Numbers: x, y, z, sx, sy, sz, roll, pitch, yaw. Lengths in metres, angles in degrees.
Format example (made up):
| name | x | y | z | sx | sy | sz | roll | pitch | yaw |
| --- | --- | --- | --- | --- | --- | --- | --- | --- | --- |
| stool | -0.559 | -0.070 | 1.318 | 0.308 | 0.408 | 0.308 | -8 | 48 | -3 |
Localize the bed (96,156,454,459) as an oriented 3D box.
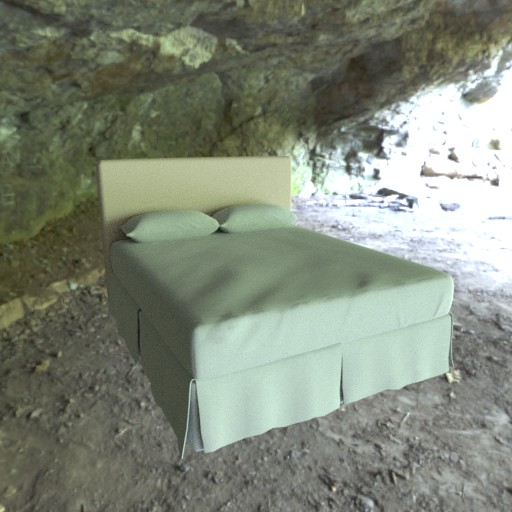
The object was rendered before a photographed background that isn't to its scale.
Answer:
| name | x | y | z | sx | sy | sz | roll | pitch | yaw |
| --- | --- | --- | --- | --- | --- | --- | --- | --- | --- |
| bed | 0.000 | 0.000 | 3.228 | 1.884 | 1.330 | 2.142 | -8 | 17 | -27 |
